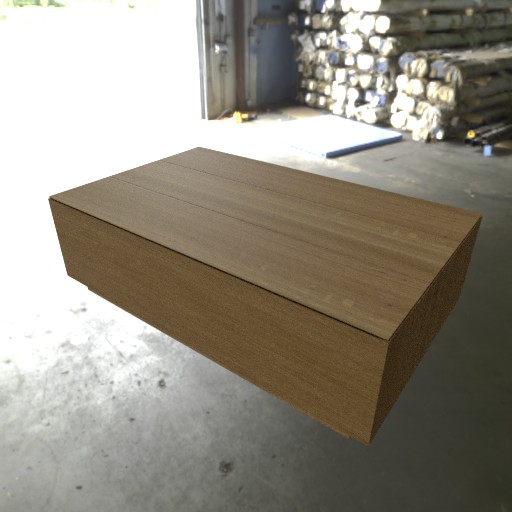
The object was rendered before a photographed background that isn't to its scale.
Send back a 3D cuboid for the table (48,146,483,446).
[{"bbox_3d":[0.000,0.000,1.406,1.110,0.353,0.678,21,36,31],"label":"table"}]
